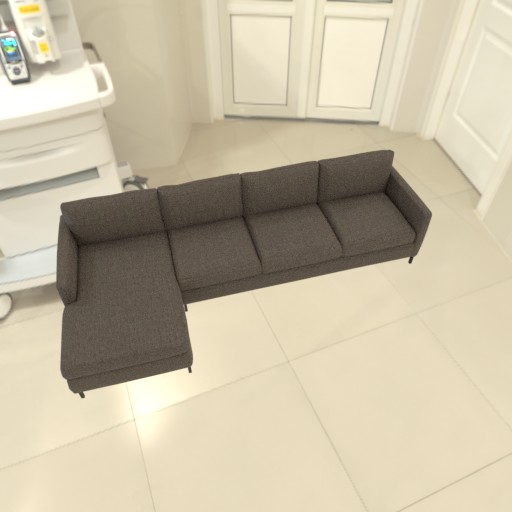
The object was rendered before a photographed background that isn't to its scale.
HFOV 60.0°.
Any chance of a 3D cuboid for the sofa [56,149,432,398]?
[{"bbox_3d":[0.000,0.000,3.241,2.731,0.754,1.258,-11,47,-11],"label":"sofa"}]
